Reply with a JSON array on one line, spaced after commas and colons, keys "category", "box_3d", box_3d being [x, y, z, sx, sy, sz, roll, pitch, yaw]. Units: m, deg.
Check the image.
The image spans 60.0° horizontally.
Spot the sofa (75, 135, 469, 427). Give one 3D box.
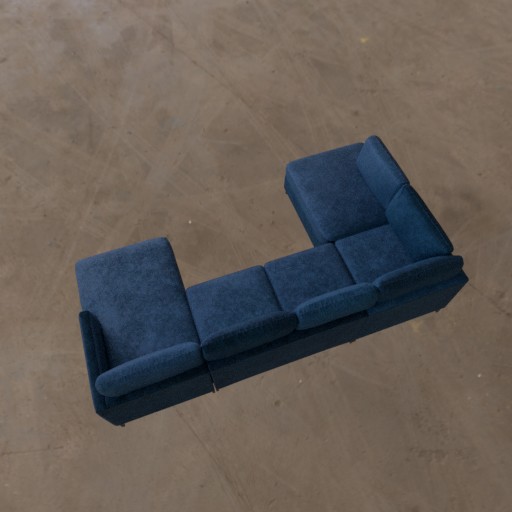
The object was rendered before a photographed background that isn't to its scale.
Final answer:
[{"category": "sofa", "box_3d": [0.000, 0.000, 4.405, 3.434, 0.992, 2.055, -17, 61, -10]}]
